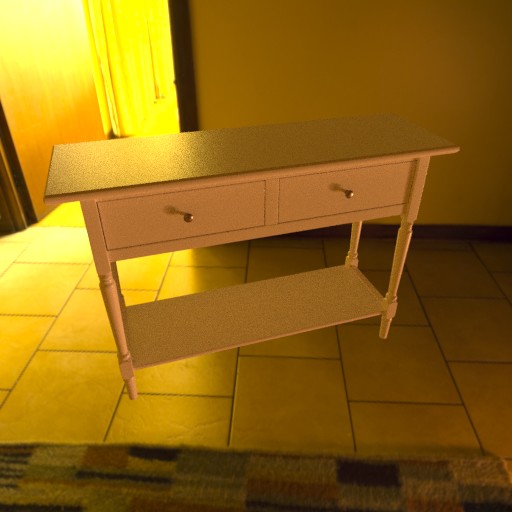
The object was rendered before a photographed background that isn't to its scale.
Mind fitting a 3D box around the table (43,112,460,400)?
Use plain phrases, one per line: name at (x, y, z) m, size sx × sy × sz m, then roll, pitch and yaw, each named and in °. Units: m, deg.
table at (0.000, 0.000, 1.582) m, size 1.191 × 0.814 × 0.386 m, roll -10°, pitch 35°, yaw -15°
